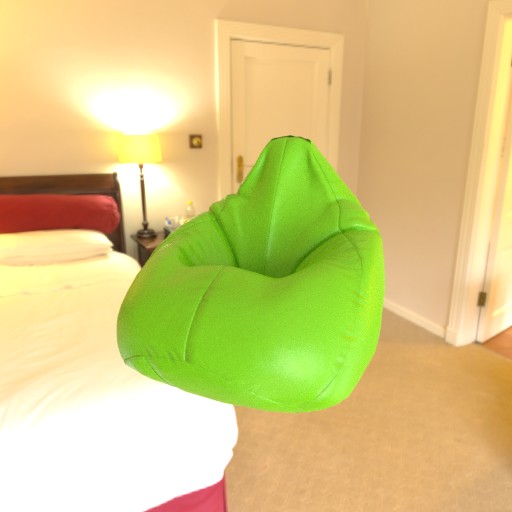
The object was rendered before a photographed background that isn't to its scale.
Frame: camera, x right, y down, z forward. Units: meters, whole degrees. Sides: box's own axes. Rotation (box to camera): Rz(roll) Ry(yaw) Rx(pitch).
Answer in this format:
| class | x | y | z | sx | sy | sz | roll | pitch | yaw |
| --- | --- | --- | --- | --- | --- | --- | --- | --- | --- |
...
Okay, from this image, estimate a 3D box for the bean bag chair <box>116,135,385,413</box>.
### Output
| class | x | y | z | sx | sy | sz | roll | pitch | yaw |
| --- | --- | --- | --- | --- | --- | --- | --- | --- | --- |
| bean bag chair | 0.000 | 0.000 | 1.884 | 1.070 | 0.990 | 1.070 | 7 | 17 | 25 |
